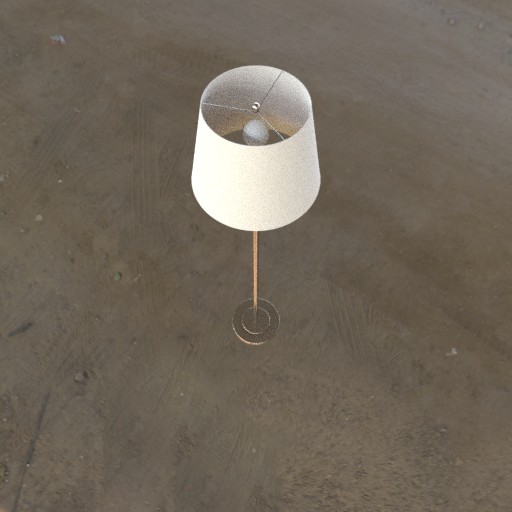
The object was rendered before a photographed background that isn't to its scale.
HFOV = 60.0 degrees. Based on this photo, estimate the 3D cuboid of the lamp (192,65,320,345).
[{"bbox_3d":[0.000,0.000,1.648,0.355,1.473,0.355,0,62,0],"label":"lamp"}]
